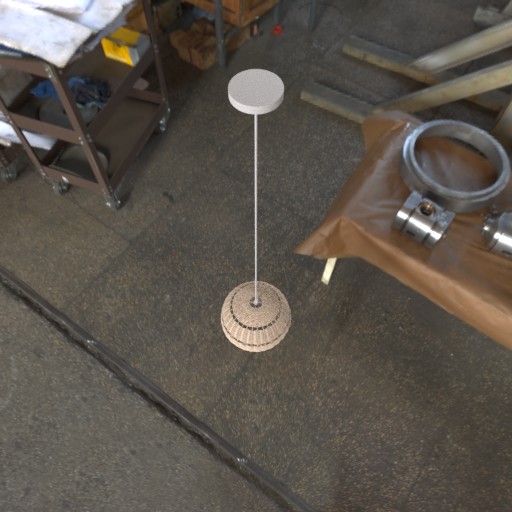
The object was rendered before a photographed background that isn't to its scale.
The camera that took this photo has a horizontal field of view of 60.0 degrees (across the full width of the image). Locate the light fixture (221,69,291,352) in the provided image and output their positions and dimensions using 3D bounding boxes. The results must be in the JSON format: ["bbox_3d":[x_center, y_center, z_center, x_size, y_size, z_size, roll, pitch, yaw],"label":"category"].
[{"bbox_3d":[0.000,0.000,2.195,0.457,2.019,0.457,2,60,1],"label":"light fixture"}]
